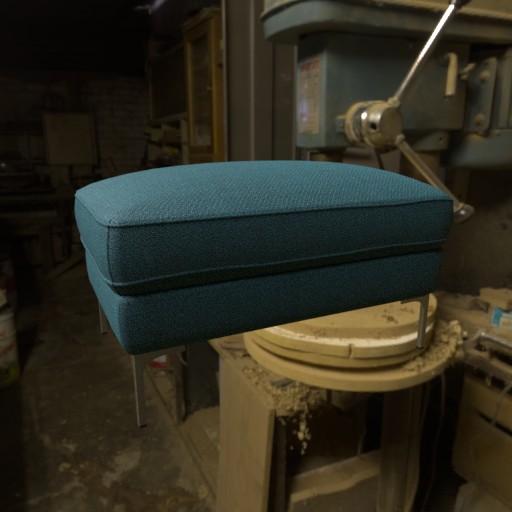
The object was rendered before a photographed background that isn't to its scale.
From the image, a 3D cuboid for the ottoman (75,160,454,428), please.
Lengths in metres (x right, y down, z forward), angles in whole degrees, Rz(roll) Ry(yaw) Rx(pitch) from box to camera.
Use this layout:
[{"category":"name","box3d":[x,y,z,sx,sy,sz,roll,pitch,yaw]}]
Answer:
[{"category":"ottoman","box3d":[0.000,0.000,1.195,0.856,0.498,0.563,-7,16,-26]}]
